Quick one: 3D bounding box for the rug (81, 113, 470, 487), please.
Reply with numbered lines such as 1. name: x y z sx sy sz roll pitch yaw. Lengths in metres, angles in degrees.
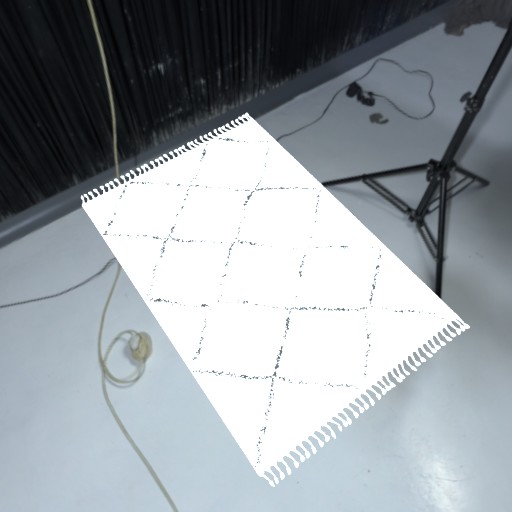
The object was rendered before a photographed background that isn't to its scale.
1. rug: 0.000 0.000 2.906 1.494 0.031 2.307 -32 64 -18
